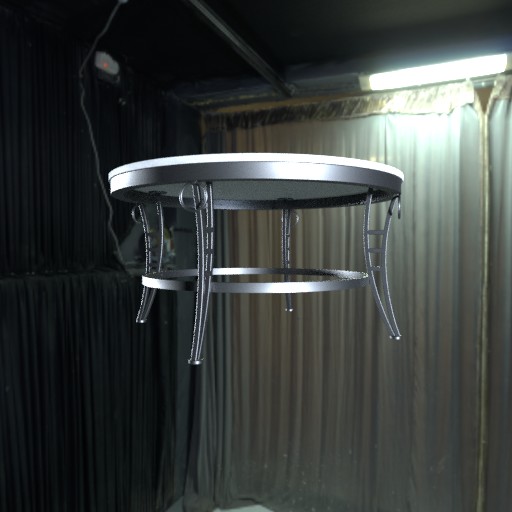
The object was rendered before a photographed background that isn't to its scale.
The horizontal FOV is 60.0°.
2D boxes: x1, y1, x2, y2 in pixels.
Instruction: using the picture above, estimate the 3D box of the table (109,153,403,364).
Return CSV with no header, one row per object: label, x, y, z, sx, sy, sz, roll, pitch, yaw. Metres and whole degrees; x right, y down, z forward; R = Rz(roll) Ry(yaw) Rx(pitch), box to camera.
table,0.000,0.000,1.414,0.889,0.470,0.889,0,1,0
